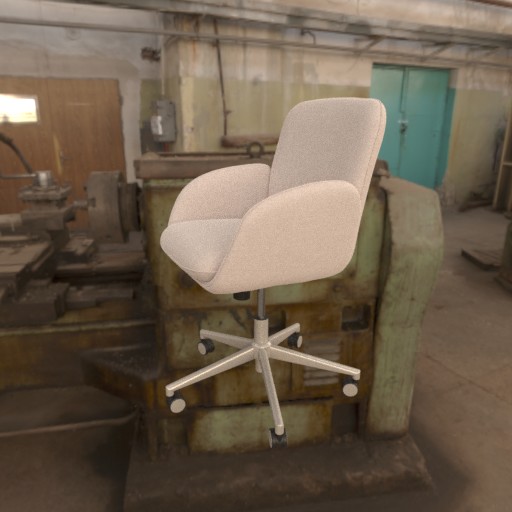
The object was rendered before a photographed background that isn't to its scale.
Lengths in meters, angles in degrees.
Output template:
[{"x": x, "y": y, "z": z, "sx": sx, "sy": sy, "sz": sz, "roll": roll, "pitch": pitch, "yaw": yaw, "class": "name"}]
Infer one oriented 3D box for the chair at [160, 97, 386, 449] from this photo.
[{"x": 0.000, "y": 0.000, "z": 1.408, "sx": 0.633, "sy": 0.959, "sz": 0.648, "roll": -9, "pitch": 20, "yaw": -25, "class": "chair"}]
